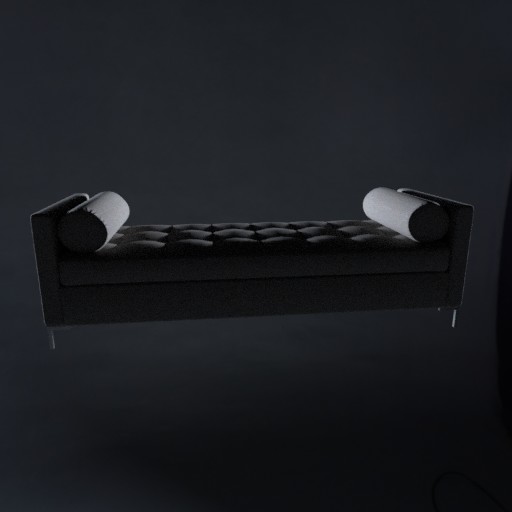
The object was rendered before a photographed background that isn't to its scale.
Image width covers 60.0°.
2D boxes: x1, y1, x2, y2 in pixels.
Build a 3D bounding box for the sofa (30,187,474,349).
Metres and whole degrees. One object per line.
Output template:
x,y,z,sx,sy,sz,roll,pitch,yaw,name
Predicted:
0.000,0.000,2.355,1.981,0.635,0.686,-2,16,-7,sofa
